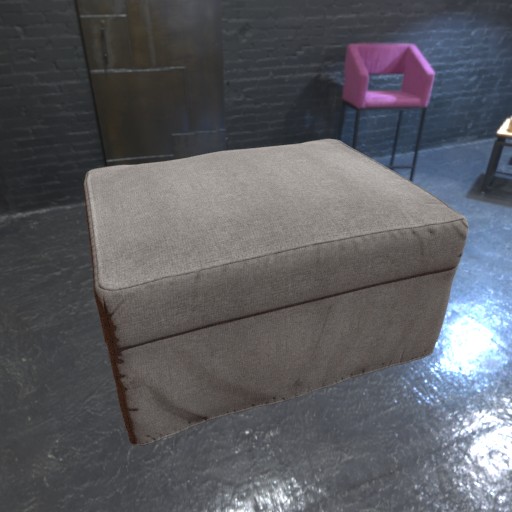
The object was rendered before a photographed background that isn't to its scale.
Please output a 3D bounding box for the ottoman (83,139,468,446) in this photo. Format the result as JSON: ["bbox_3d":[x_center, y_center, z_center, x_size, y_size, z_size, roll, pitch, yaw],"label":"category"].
[{"bbox_3d":[0.000,0.000,1.231,0.833,0.492,0.652,-11,34,-17],"label":"ottoman"}]
